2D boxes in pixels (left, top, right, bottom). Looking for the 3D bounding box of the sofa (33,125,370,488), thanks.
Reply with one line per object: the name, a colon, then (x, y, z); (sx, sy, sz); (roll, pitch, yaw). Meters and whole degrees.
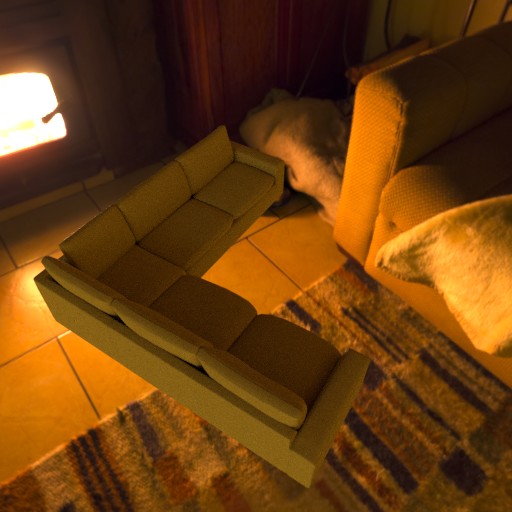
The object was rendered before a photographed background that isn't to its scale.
sofa: (0.000, 0.000, 4.063); (2.622, 0.800, 2.742); (25, 51, 22)
